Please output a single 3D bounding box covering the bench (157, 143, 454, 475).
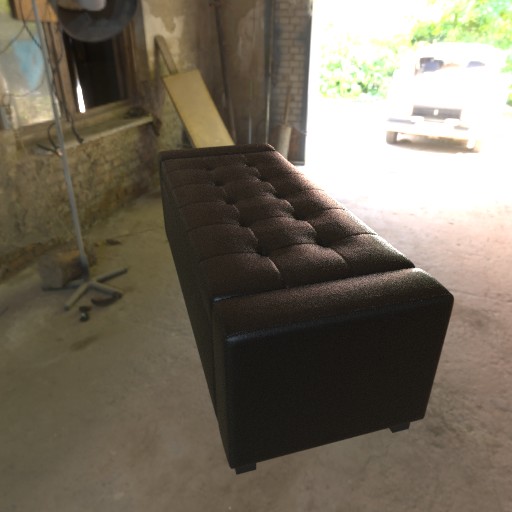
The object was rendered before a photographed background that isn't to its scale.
[{"bbox_3d":[0.000,0.000,1.507,0.508,0.445,1.296,-8,30,-14],"label":"bench"}]
